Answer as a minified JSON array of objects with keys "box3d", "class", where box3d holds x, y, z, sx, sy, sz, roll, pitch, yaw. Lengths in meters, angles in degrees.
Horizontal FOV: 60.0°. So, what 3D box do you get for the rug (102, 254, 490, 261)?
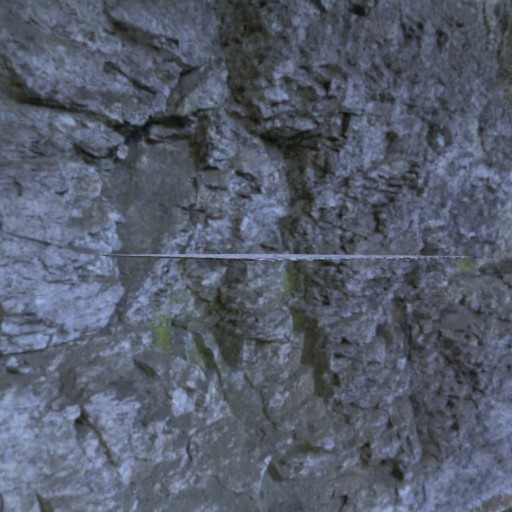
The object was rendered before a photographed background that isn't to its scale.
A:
[{"box3d":[0.000,0.000,2.997,1.524,0.011,2.438,0,1,-34],"class":"rug"}]
